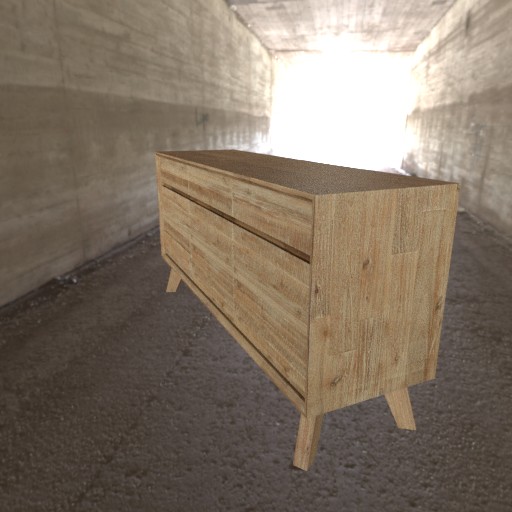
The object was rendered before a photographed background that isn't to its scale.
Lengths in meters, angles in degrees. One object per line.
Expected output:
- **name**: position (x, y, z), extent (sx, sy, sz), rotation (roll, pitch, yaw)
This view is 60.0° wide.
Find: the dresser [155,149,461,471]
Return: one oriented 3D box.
- **dresser**: position (0.000, 0.000, 1.895), extent (0.455, 0.788, 1.602), rotation (-8, 19, -24)
